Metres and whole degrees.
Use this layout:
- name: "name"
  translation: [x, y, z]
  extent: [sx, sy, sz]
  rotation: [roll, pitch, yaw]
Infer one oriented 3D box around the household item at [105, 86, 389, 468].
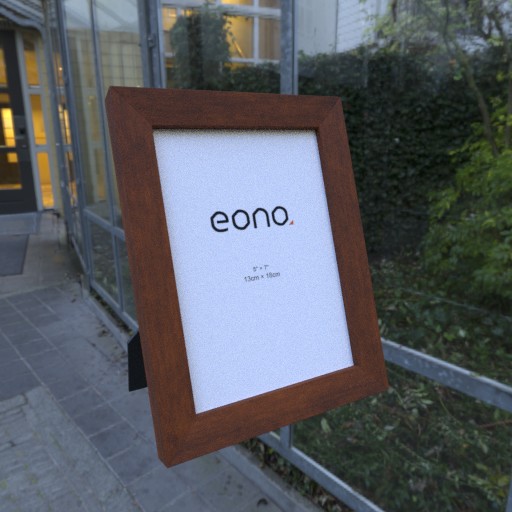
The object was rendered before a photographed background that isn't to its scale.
- name: "household item"
  translation: [0.000, 0.000, 0.289]
  extent: [0.160, 0.204, 0.096]
  rotation: [-8, 17, -27]
